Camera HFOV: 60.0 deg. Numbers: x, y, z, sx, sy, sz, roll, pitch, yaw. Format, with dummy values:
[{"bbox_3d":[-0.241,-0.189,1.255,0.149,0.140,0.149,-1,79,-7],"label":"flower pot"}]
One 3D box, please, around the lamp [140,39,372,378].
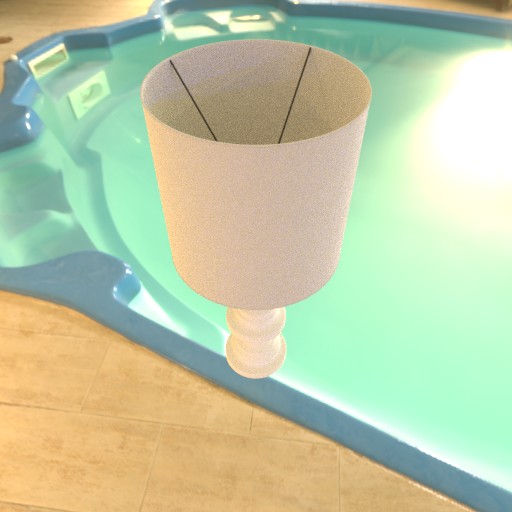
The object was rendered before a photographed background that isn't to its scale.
[{"bbox_3d":[0.000,0.000,0.568,0.208,0.455,0.208,10,47,9],"label":"lamp"}]
